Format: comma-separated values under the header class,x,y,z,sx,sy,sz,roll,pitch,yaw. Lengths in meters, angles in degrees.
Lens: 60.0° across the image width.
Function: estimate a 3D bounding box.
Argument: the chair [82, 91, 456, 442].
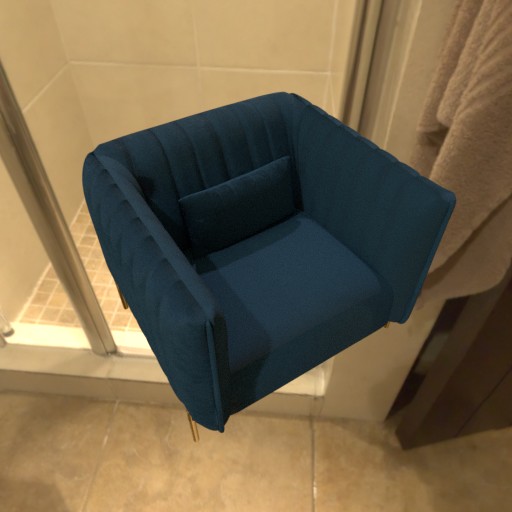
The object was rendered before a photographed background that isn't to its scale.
class,x,y,z,sx,sy,sz,roll,pitch,yaw
chair,0.000,0.000,1.634,0.947,0.793,0.877,-24,50,-22
